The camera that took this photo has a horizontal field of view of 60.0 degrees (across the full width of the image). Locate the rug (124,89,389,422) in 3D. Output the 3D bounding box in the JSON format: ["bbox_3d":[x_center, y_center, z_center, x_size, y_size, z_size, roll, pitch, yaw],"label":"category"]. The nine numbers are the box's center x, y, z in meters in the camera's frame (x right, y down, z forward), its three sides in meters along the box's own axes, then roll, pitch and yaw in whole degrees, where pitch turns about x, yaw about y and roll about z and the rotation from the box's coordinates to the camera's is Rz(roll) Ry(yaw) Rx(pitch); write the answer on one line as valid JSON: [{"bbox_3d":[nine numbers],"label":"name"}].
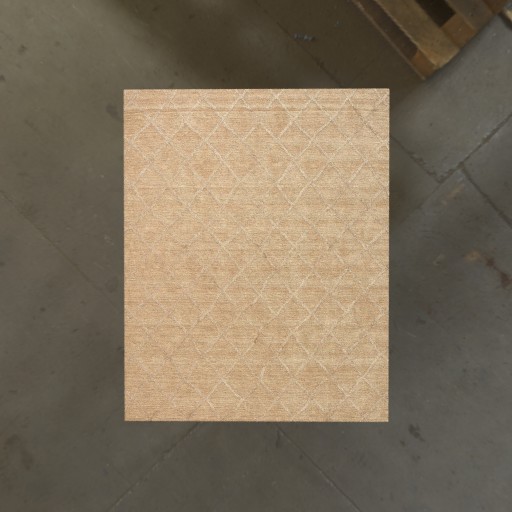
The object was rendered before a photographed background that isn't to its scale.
[{"bbox_3d":[0.000,0.000,4.057,2.420,0.019,3.039,0,91,1],"label":"rug"}]
